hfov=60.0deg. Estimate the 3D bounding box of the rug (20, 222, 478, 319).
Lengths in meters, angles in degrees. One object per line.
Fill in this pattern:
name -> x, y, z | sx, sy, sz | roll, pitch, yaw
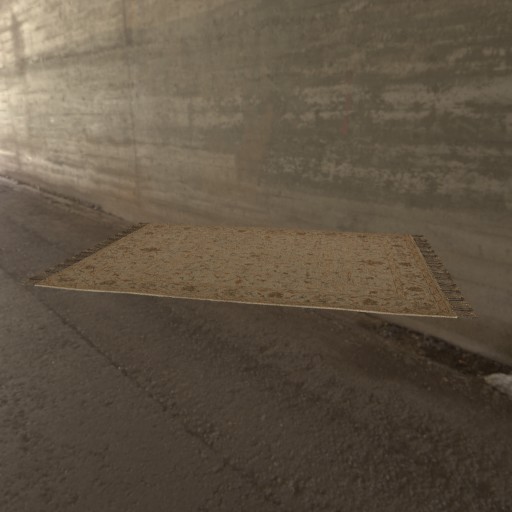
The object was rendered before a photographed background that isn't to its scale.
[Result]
rug -> 0.000, 0.000, 2.310 | 1.861, 0.017, 1.218 | 3, 18, 10
